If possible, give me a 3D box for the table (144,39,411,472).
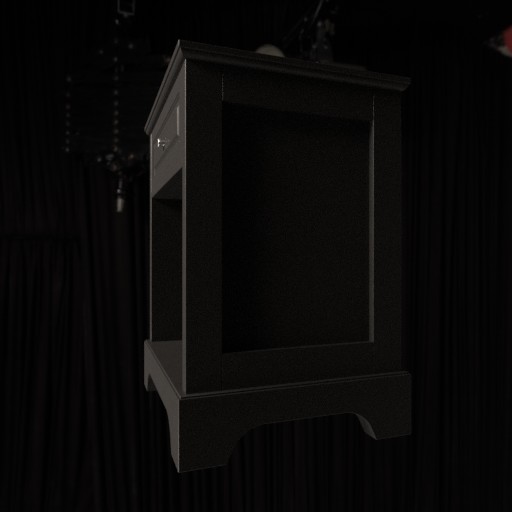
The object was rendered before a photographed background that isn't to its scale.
[{"bbox_3d":[0.000,0.000,0.907,0.399,0.610,0.460,0,0,-20],"label":"table"}]
